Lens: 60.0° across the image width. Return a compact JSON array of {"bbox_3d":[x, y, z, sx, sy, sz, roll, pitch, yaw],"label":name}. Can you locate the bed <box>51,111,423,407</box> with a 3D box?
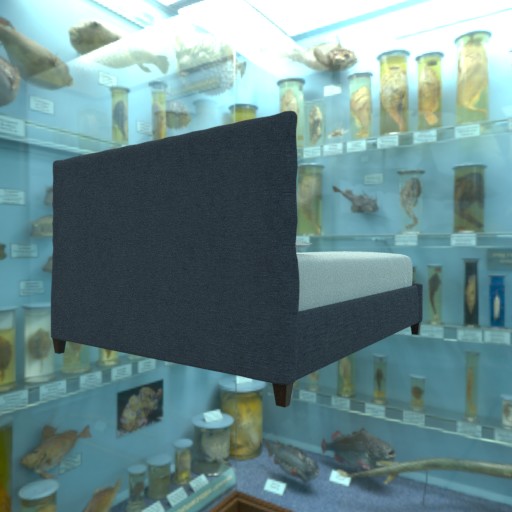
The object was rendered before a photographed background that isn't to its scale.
[{"bbox_3d":[0.000,0.000,3.646,2.078,1.427,2.387,0,1,35],"label":"bed"}]
